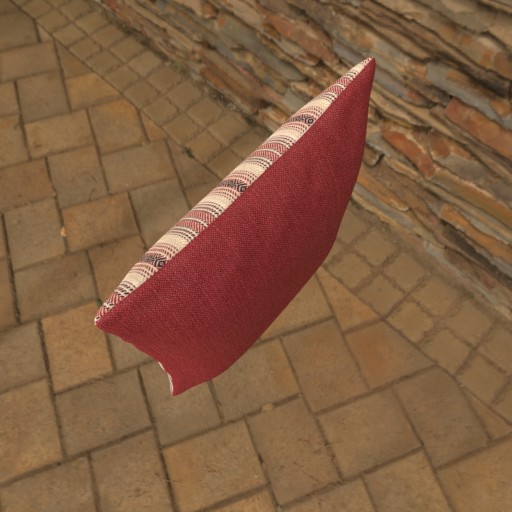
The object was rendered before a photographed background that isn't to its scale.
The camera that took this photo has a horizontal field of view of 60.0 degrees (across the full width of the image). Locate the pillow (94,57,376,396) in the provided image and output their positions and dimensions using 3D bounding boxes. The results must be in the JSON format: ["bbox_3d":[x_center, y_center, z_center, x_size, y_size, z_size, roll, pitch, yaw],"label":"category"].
[{"bbox_3d":[0.000,0.000,0.754,0.166,0.497,0.513,37,69,17],"label":"pillow"}]
